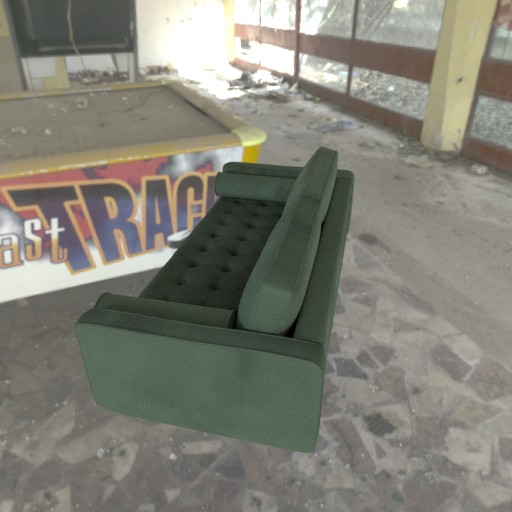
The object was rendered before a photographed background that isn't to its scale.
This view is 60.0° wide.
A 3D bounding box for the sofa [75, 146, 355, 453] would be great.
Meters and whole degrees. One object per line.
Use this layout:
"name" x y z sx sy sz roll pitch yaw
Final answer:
"sofa" 0.000 0.000 2.358 0.916 0.772 1.880 7 31 12
